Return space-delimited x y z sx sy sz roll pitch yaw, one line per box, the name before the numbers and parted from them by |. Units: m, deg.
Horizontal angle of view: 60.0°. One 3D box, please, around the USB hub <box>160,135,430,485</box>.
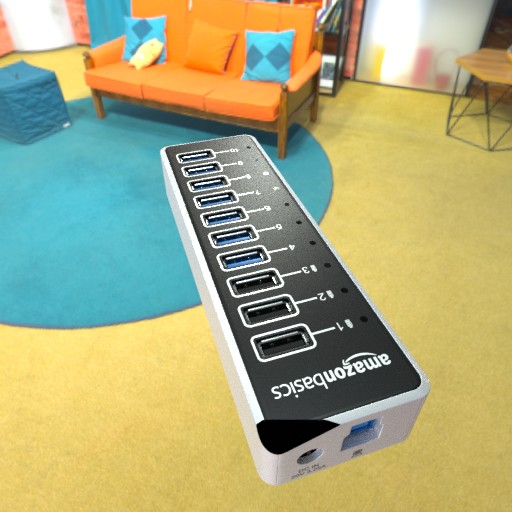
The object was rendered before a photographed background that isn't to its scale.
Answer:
USB hub | 0.000 0.000 0.160 0.044 0.023 0.145 -12 43 -14
